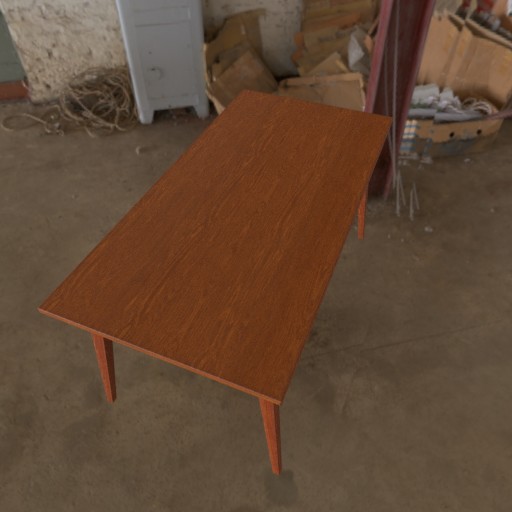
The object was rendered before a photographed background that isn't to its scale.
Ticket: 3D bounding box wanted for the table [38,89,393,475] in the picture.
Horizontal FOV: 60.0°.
[{"bbox_3d":[0.000,0.000,2.057,0.811,0.755,1.609,17,48,15],"label":"table"}]
